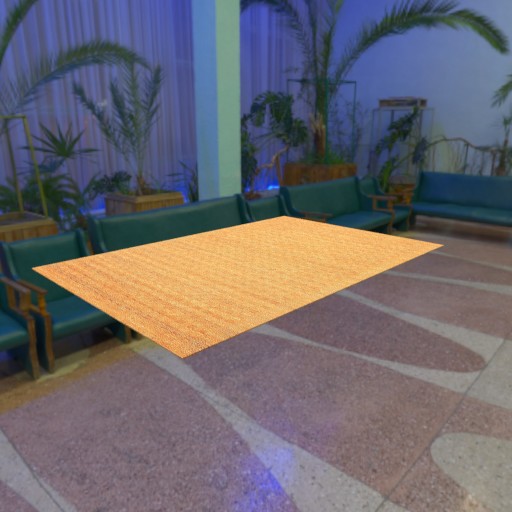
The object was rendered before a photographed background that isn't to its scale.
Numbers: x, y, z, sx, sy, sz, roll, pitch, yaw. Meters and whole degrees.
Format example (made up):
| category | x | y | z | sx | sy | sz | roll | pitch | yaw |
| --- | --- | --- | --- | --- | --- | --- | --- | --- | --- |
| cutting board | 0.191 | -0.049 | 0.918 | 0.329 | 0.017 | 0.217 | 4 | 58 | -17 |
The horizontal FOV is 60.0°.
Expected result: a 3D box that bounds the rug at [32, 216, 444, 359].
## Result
| category | x | y | z | sx | sy | sz | roll | pitch | yaw |
| --- | --- | --- | --- | --- | --- | --- | --- | --- | --- |
| rug | 0.000 | 0.000 | 2.921 | 2.285 | 0.006 | 1.524 | -16 | 22 | -43 |
